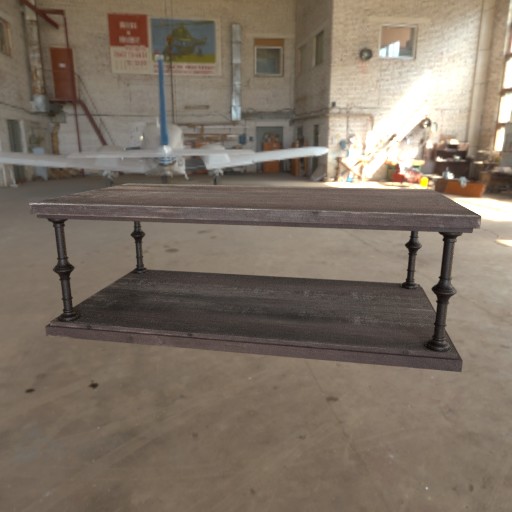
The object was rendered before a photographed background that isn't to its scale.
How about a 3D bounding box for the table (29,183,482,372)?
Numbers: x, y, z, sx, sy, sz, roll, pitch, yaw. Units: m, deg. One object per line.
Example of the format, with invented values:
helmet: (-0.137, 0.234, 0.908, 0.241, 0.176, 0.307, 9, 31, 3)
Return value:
table: (0.000, 0.000, 1.358, 1.088, 0.373, 0.554, 3, 15, 10)
